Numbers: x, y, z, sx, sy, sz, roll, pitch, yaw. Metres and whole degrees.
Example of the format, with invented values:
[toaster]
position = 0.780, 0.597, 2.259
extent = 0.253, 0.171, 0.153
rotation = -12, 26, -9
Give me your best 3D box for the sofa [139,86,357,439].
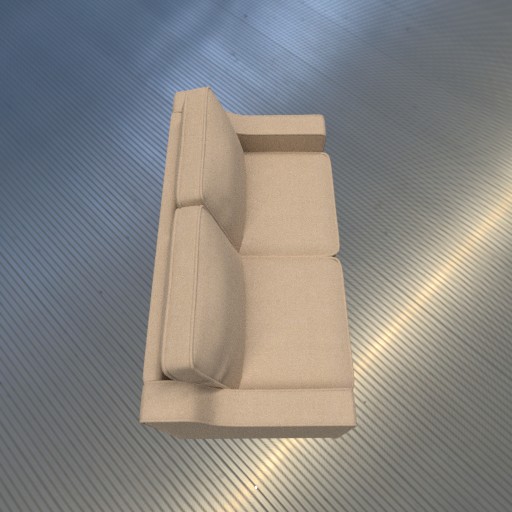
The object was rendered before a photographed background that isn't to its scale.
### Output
[sofa]
position = 0.000, 0.000, 3.495
extent = 1.351, 1.562, 2.587
rotation = 0, 62, 0
